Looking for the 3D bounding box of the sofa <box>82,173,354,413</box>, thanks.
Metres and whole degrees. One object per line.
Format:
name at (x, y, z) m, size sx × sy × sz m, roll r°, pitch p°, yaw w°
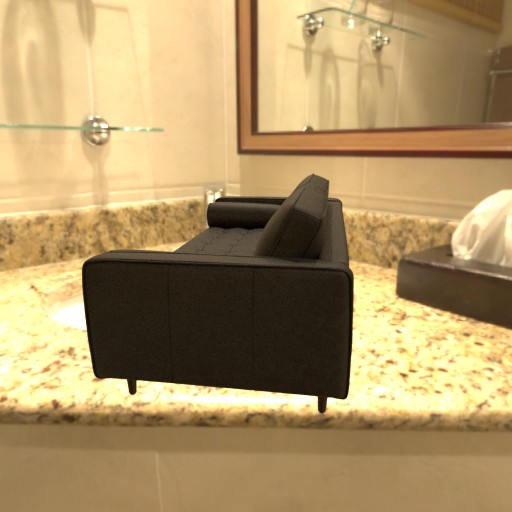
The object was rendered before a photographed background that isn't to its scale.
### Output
sofa at (0.000, 0.000, 2.323) m, size 0.921 × 0.770 × 1.879 m, roll 2°, pitch 14°, yaw 9°
